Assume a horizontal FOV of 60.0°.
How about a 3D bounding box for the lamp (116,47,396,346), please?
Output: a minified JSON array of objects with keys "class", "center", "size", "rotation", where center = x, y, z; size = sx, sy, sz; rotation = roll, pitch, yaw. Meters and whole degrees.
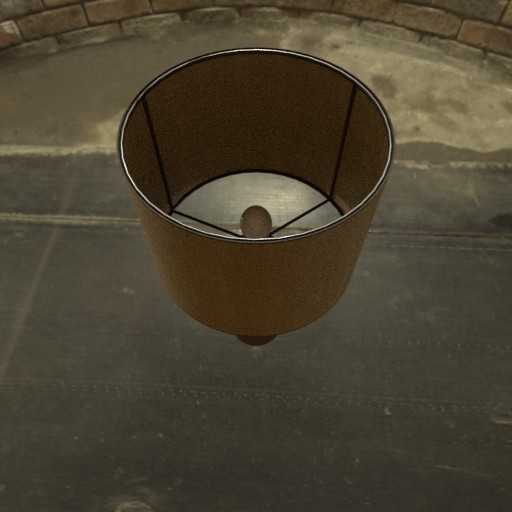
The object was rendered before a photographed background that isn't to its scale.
[{"class":"lamp","center":[0.000,0.000,0.472],"size":[0.202,0.350,0.202],"rotation":[0,58,0]}]
